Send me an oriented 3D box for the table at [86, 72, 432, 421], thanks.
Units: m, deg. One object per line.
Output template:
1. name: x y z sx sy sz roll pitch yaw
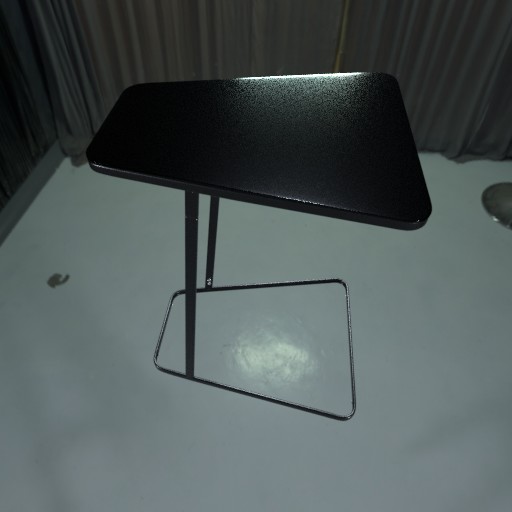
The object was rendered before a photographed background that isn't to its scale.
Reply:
1. table: 0.000 0.000 0.948 0.500 0.624 0.427 4 47 4
